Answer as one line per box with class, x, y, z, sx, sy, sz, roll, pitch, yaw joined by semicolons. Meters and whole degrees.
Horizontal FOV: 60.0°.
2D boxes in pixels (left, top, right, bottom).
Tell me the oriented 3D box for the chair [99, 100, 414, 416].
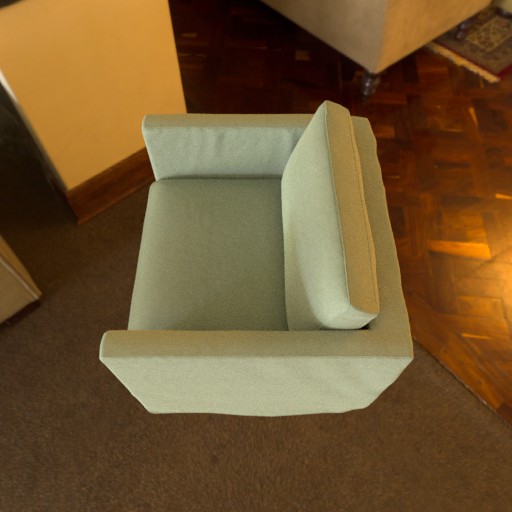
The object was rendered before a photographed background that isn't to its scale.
chair;0.000;0.000;1.767;0.949;0.863;1.057;0;59;0
